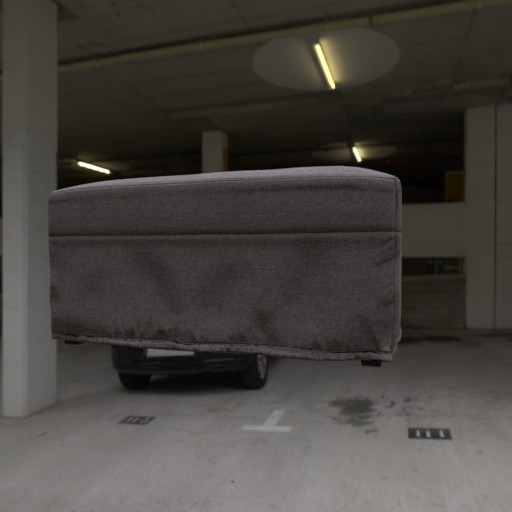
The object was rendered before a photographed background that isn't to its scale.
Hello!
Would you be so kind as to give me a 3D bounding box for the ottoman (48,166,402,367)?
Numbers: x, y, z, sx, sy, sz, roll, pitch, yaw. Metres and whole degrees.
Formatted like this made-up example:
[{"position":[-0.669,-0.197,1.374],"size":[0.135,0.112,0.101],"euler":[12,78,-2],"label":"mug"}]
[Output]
[{"position":[0.000,0.000,1.347],"size":[0.840,0.436,0.843],"euler":[0,0,17],"label":"ottoman"}]
